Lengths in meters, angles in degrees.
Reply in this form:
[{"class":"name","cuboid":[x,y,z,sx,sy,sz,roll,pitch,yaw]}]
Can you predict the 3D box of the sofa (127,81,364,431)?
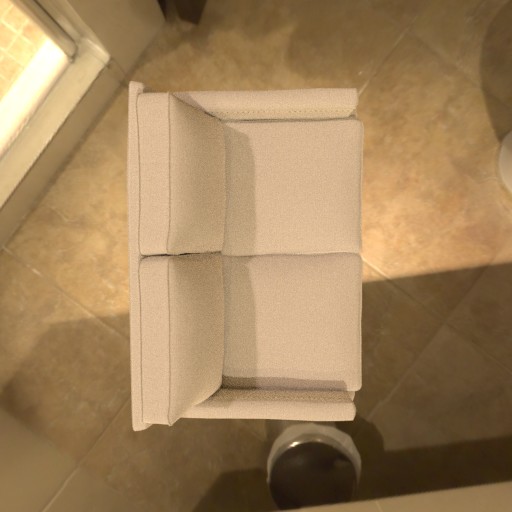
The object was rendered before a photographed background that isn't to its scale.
[{"class":"sofa","cuboid":[0.000,0.000,2.234,1.084,1.003,1.597,0,92,1]}]
